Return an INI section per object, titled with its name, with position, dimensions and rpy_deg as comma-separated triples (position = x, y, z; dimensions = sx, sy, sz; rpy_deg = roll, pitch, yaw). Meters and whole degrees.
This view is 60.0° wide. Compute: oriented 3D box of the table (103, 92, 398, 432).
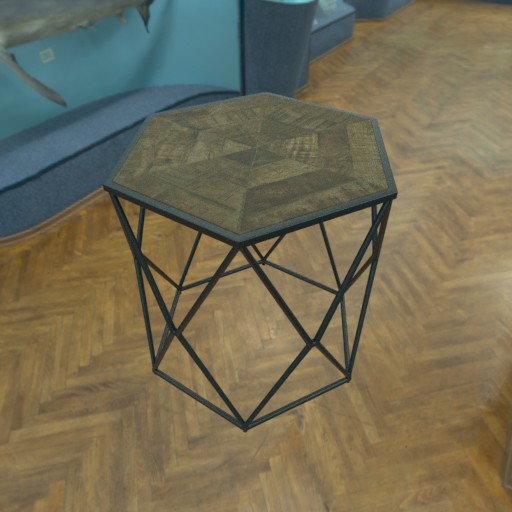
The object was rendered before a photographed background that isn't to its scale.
[table]
position = 0.000, 0.000, 1.053
dimensions = 0.578, 0.564, 0.579
rpy_deg = 24, 46, 25
